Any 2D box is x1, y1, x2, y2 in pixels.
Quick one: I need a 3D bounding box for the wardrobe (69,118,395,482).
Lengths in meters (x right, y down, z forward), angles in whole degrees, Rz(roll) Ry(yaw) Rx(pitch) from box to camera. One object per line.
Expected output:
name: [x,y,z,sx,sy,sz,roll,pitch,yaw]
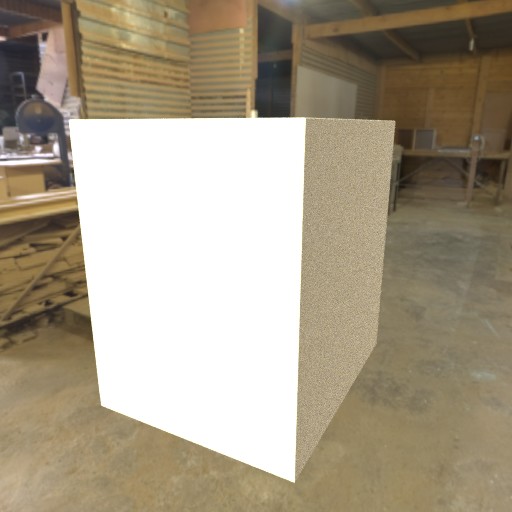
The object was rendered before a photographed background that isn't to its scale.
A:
wardrobe: [0.000,0.000,0.889,0.400,0.520,0.500,9,19,27]
